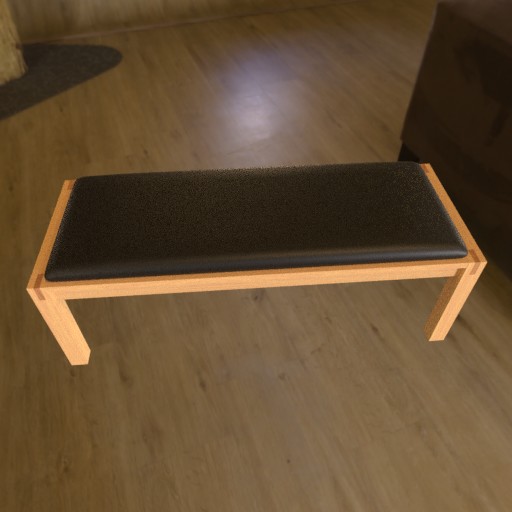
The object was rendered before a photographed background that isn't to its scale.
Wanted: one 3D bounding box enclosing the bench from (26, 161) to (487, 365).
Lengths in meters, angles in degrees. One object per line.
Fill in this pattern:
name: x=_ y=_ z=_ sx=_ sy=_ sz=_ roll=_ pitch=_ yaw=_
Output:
bench: x=0.000 y=0.000 z=1.424 sx=1.202 sy=0.430 sz=0.450 roll=-3 pitch=47 yaw=-3
